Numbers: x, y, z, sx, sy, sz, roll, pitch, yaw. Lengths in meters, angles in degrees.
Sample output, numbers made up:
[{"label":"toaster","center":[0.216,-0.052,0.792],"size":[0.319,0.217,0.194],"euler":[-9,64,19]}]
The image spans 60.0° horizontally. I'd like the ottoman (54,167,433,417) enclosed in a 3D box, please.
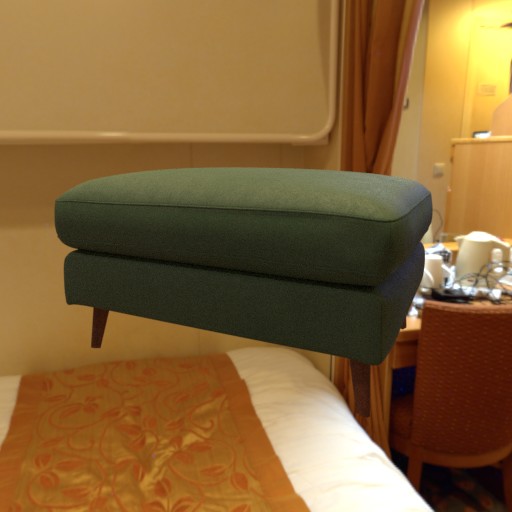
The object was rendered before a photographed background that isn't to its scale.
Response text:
[{"label":"ottoman","center":[0.000,0.000,1.154],"size":[0.811,0.449,0.608],"euler":[6,15,25]}]
